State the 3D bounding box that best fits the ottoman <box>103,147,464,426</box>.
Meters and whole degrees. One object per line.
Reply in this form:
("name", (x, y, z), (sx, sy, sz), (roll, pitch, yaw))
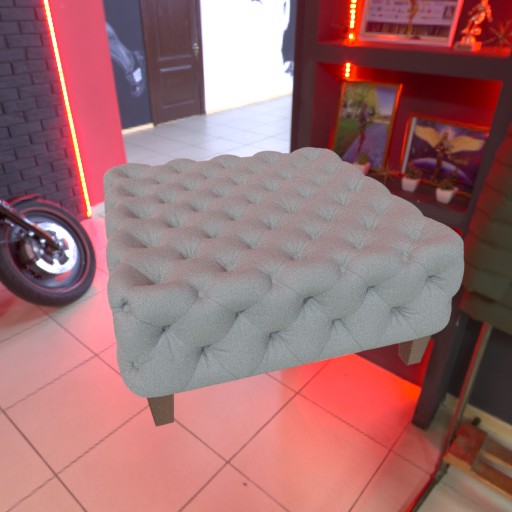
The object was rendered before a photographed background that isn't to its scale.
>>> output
("ottoman", (0.000, 0.000, 1.449), (0.917, 0.439, 0.911), (-9, 32, -15))
